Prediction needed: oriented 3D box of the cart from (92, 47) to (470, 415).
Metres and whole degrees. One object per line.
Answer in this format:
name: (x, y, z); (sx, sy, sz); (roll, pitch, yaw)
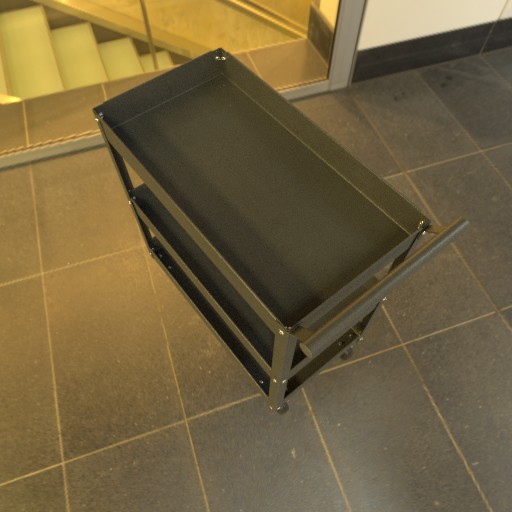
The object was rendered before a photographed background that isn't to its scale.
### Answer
cart: (0.000, 0.000, 1.170); (0.366, 0.780, 0.719); (-34, 65, -18)
